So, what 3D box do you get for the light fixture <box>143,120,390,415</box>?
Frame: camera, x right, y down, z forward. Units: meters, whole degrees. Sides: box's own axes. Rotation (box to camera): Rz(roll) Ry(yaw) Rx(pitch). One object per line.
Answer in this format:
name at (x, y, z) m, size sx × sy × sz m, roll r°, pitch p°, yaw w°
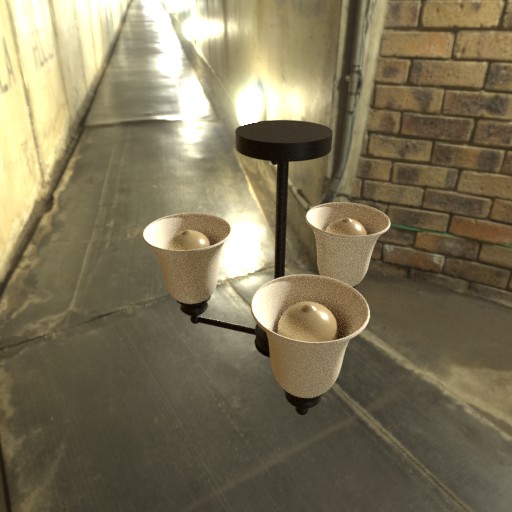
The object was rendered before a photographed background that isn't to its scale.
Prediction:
light fixture at (0.000, 0.000, 0.650) m, size 0.354 × 0.370 × 0.388 m, roll 10°, pitch 31°, yaw 17°
